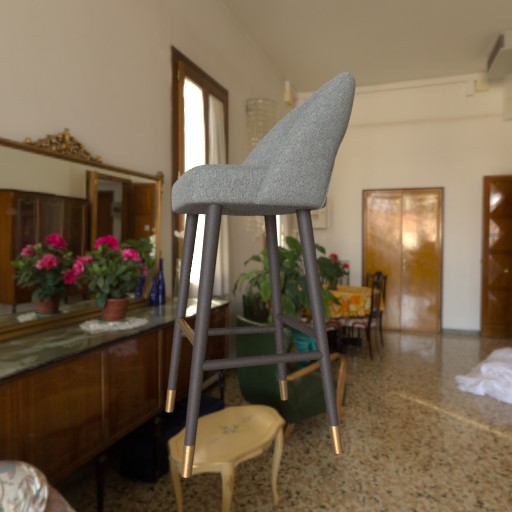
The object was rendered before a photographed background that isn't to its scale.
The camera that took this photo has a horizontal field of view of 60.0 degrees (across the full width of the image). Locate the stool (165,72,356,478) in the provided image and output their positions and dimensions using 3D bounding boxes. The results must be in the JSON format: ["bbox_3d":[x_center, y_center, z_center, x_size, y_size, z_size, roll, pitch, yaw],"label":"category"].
[{"bbox_3d":[0.000,0.000,1.381,0.524,1.089,0.536,-1,2,-17],"label":"stool"}]
